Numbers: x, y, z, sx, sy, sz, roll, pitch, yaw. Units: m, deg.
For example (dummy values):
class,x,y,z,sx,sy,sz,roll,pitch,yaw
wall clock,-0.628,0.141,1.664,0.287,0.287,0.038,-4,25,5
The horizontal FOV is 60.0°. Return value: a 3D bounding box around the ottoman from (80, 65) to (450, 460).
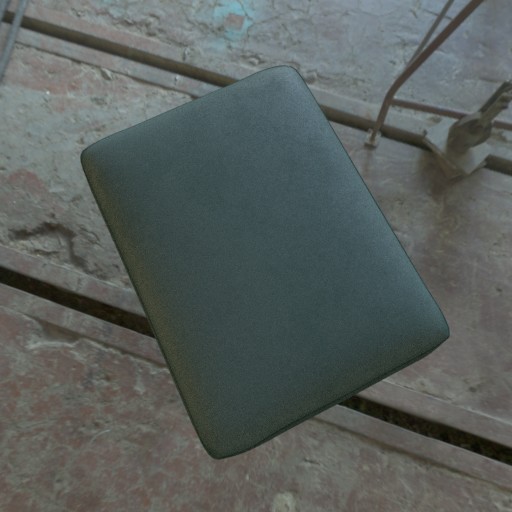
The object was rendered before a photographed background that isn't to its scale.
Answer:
class,x,y,z,sx,sy,sz,roll,pitch,yaw
ottoman,0.000,0.000,1.172,0.608,0.449,0.811,-26,77,-6
